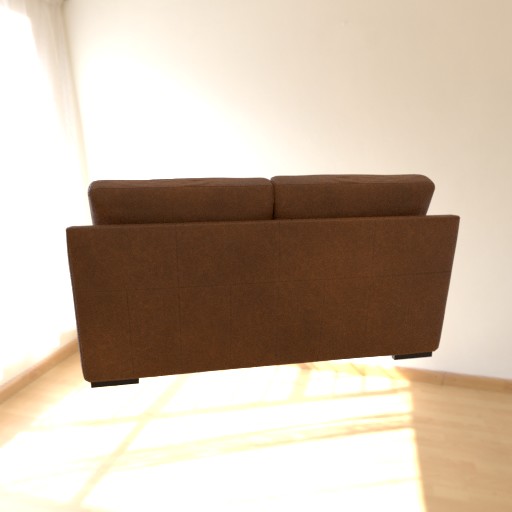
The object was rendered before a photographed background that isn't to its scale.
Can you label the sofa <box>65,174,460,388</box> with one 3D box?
[{"bbox_3d":[0.000,0.000,2.568,1.880,0.966,1.144,-3,14,-10],"label":"sofa"}]
